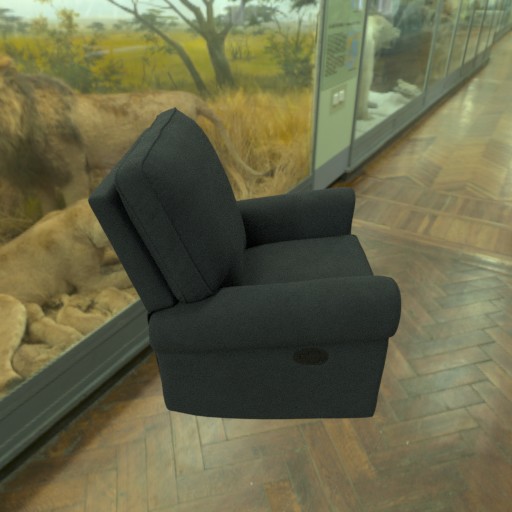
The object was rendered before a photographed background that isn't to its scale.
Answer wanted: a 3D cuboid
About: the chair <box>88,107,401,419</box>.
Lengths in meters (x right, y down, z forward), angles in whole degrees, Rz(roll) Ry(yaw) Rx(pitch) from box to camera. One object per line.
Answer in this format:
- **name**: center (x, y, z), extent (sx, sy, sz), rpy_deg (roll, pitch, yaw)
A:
- **chair**: center (0.000, 0.000, 1.652), extent (0.878, 0.961, 0.890), rpy_deg (0, 31, 0)
